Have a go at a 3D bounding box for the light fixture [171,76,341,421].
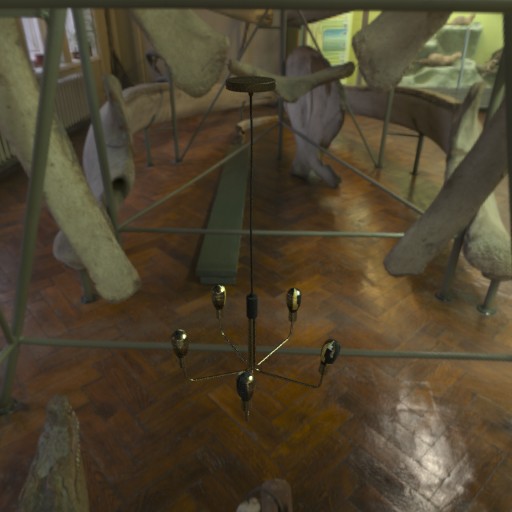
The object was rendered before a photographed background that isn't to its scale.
[{"bbox_3d":[0.000,0.000,1.429,0.588,1.059,0.532,2,30,3],"label":"light fixture"}]
